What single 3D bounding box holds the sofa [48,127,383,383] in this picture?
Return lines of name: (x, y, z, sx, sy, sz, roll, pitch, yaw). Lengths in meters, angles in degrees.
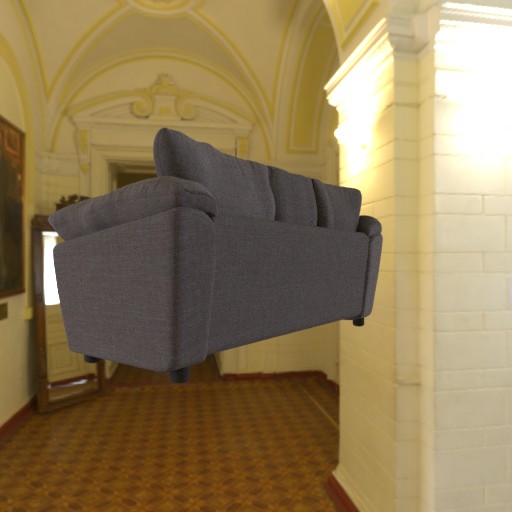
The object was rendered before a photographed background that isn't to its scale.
sofa: (0.000, 0.000, 2.831, 0.883, 1.080, 2.336, 0, 0, 36)
